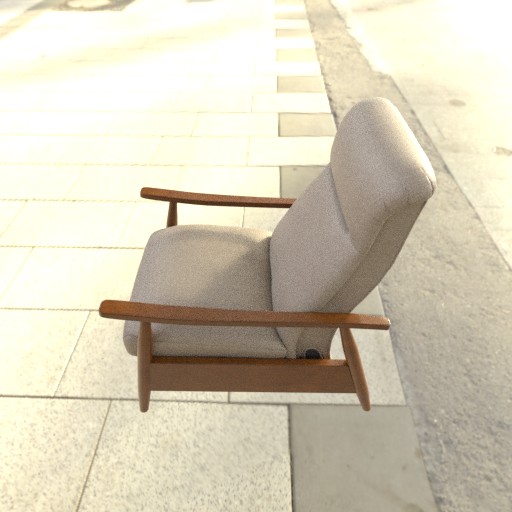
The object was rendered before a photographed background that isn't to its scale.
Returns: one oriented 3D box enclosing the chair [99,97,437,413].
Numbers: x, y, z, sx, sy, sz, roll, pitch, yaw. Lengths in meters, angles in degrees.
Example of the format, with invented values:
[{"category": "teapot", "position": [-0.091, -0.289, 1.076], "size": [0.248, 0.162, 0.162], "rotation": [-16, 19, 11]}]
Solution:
[{"category": "chair", "position": [0.000, 0.000, 1.775], "size": [1.032, 1.082, 0.762], "rotation": [0, 41, 0]}]
